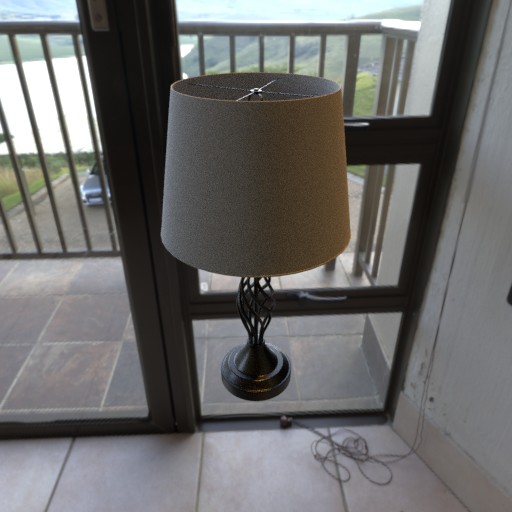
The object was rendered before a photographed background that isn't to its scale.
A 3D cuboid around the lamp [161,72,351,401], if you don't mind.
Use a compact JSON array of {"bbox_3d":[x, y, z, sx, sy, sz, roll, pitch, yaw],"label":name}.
[{"bbox_3d":[0.000,0.000,0.813,0.331,0.594,0.331,0,30,0],"label":"lamp"}]
